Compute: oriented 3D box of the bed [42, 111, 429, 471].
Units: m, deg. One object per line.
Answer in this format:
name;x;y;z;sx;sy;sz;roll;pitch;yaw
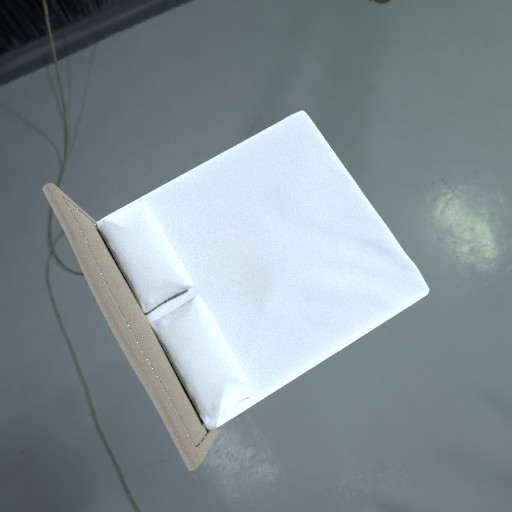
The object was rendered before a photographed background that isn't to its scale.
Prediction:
bed;0.000;0.000;3.517;2.182;1.421;2.083;-30;78;-7
